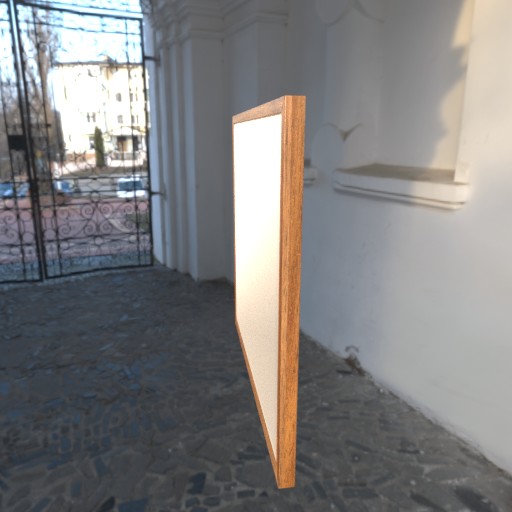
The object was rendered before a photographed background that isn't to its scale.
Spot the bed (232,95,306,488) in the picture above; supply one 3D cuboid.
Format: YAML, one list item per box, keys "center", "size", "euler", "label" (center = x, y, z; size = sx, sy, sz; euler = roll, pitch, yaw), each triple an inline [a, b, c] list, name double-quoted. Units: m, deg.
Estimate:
- center: [0.000, 0.000, 1.497]
  size: [0.043, 0.940, 1.041]
  euler: [-2, 15, -8]
  label: "bed"
